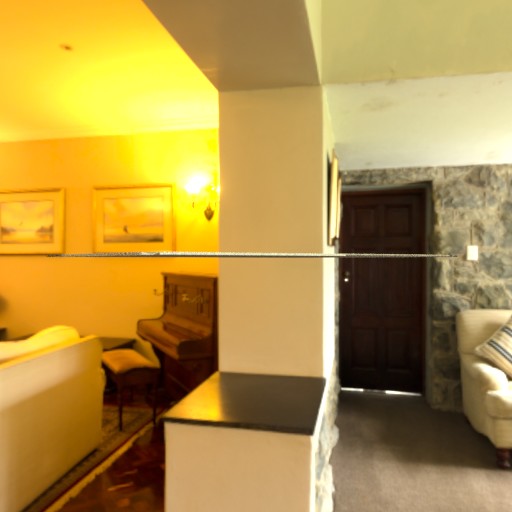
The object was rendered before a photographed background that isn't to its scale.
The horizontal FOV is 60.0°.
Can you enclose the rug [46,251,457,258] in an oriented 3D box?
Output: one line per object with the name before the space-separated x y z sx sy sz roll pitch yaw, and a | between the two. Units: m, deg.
rug | 0.000 0.000 3.019 2.312 0.013 1.600 0 -1 -37
